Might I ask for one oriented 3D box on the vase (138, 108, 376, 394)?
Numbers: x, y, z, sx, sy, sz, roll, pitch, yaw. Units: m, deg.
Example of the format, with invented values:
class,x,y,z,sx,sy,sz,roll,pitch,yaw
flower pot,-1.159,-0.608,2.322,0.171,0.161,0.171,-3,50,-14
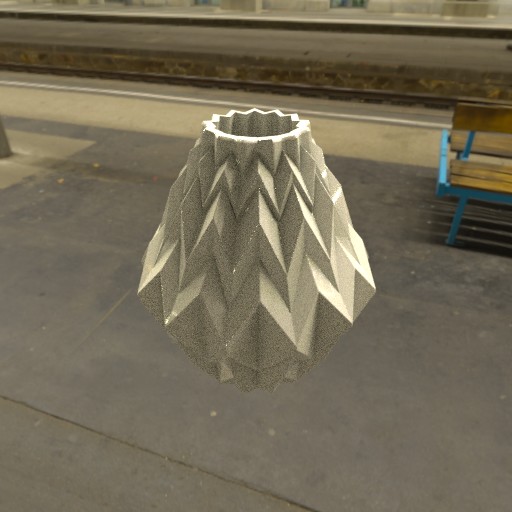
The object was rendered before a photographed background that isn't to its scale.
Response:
class,x,y,z,sx,sy,sz,roll,pitch,yaw
vase,0.000,0.000,0.307,0.164,0.185,0.164,0,33,0
